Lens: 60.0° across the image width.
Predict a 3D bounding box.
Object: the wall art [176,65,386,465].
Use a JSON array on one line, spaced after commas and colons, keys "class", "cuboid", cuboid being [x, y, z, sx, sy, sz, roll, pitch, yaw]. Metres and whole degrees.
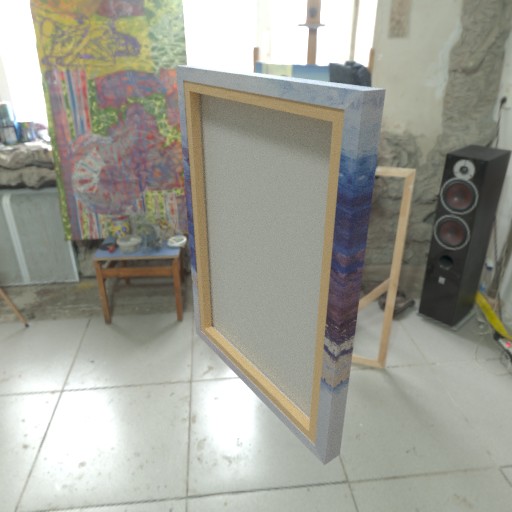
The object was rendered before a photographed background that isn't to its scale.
[{"class": "wall art", "cuboid": [0.000, 0.000, 0.763, 0.036, 0.581, 0.437, -18, 32, -31]}]
